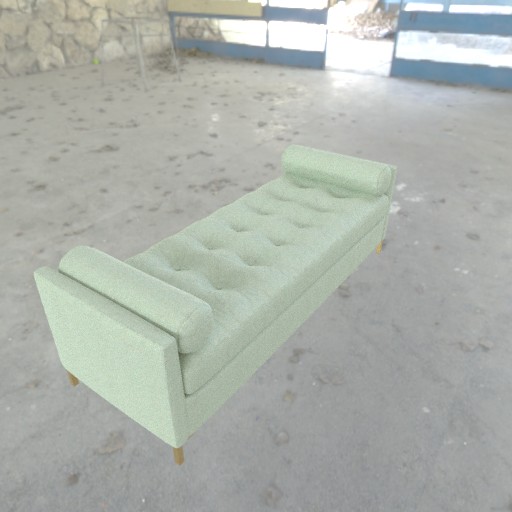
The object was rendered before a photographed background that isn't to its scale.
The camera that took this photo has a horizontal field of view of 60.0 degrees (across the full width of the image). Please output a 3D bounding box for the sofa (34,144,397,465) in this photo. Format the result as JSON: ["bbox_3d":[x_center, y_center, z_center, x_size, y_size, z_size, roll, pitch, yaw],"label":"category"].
[{"bbox_3d":[0.000,0.000,2.495,0.796,0.705,2.102,21,37,30],"label":"sofa"}]
